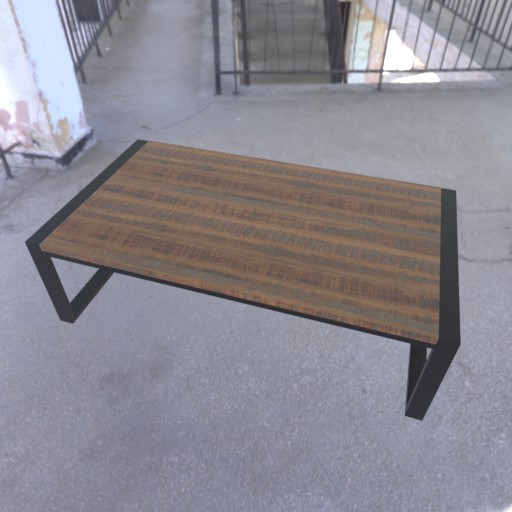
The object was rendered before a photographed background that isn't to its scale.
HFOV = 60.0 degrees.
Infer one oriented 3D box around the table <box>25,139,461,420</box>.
[{"bbox_3d":[0.000,0.000,1.695,1.350,0.400,0.750,12,43,13],"label":"table"}]
